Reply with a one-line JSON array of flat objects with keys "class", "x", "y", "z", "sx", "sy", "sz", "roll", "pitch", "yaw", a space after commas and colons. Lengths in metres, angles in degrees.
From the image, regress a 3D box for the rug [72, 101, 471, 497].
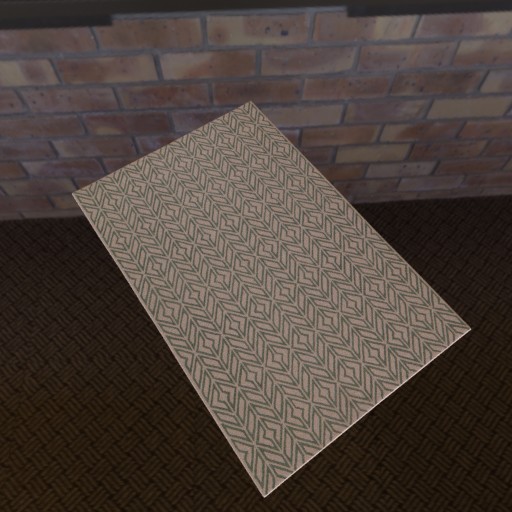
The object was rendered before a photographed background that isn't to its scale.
[{"class": "rug", "x": 0.000, "y": 0.000, "z": 2.293, "sx": 1.220, "sy": 0.007, "sz": 1.828, "roll": -32, "pitch": 67, "yaw": -15}]
